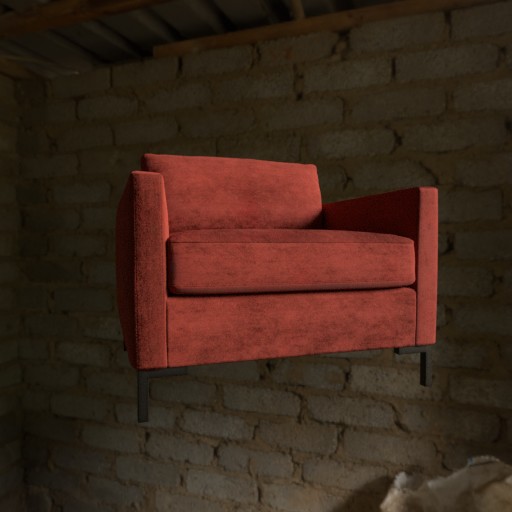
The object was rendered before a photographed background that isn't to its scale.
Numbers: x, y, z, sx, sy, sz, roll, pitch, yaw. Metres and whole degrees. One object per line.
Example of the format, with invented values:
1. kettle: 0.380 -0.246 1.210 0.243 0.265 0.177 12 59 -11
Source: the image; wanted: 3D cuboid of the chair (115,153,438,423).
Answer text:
1. chair: 0.000 0.000 1.622 0.964 0.812 0.875 0 1 -19
